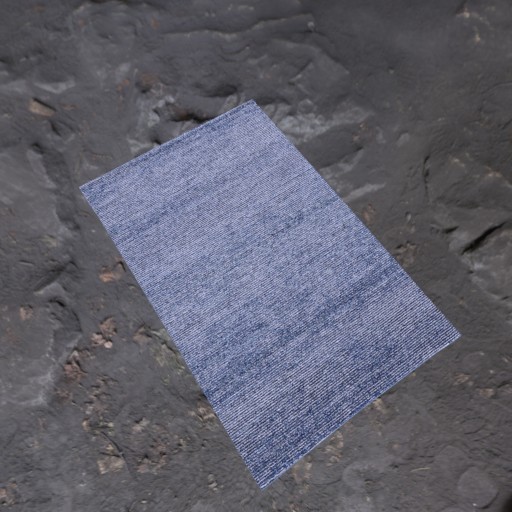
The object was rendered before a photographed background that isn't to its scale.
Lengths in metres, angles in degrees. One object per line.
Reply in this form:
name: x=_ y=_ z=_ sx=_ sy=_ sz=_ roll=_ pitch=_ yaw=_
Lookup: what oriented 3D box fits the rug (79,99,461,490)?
rug: x=0.000 y=0.000 z=2.250 sx=1.145 sy=0.021 sz=1.777 roll=-31 pitch=69 yaw=-14
